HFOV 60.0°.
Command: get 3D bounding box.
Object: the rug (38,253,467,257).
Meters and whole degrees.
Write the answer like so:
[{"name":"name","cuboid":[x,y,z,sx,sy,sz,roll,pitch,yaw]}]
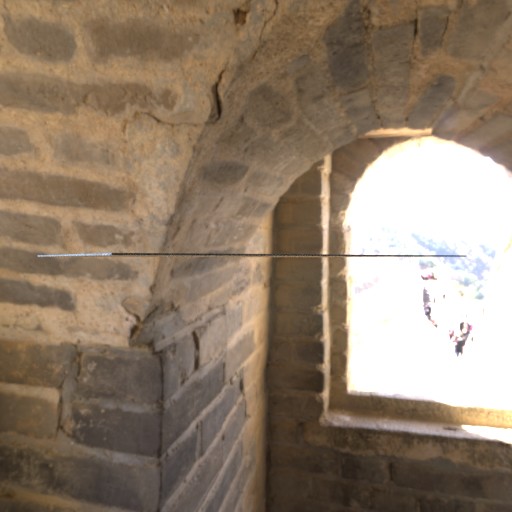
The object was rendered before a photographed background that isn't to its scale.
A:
[{"name":"rug","cuboid":[0.000,0.000,2.161,1.752,0.006,1.142,0,0,-35]}]
